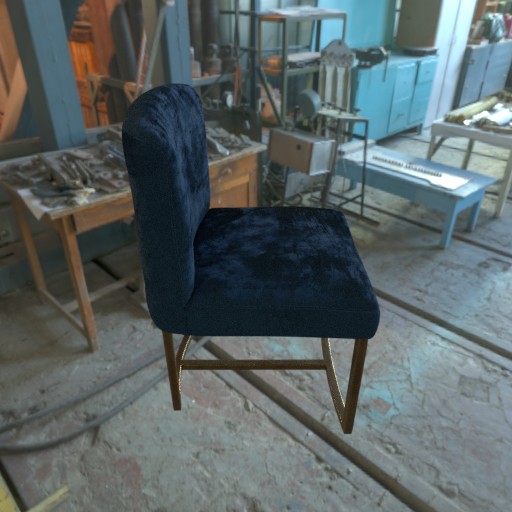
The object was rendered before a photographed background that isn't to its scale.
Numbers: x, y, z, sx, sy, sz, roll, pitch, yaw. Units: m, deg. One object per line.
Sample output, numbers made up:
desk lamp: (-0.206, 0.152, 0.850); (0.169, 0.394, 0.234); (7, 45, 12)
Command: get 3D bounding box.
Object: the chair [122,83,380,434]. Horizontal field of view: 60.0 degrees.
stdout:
chair: (0.000, 0.000, 1.190); (0.560, 0.824, 0.530); (0, 31, 0)
